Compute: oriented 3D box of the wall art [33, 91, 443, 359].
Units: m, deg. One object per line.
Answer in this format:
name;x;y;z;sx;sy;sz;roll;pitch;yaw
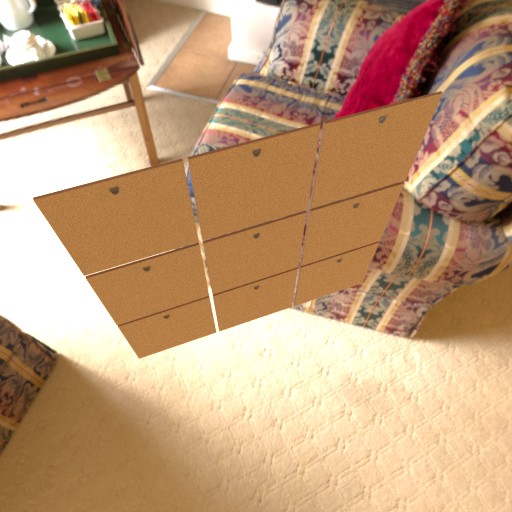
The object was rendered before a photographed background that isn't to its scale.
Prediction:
wall art;0.000;0.000;2.219;1.533;1.532;0.019;-17;60;-11
